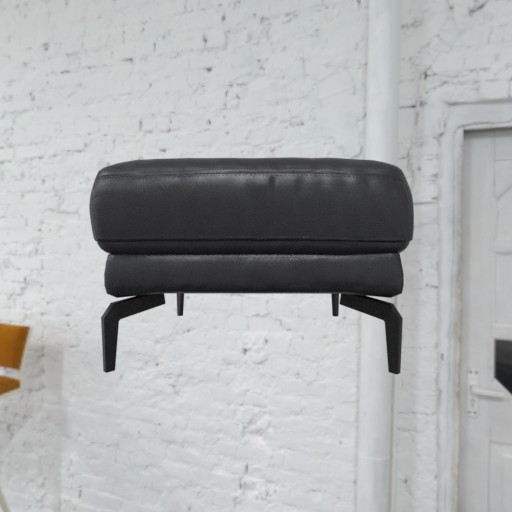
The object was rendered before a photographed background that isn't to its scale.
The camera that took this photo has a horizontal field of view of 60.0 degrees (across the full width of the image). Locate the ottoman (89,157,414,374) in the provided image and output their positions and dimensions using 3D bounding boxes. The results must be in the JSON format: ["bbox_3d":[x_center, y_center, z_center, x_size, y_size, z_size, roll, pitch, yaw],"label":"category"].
[{"bbox_3d":[0.000,0.000,1.111,0.570,0.402,0.764,0,1,1],"label":"ottoman"}]
